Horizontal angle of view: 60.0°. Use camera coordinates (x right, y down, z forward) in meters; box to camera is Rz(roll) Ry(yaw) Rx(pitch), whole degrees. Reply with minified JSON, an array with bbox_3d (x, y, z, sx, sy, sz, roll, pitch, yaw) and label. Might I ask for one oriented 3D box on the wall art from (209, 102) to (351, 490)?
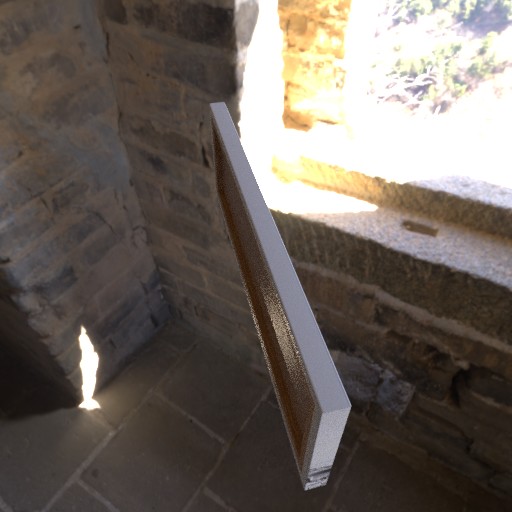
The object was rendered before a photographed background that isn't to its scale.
[{"bbox_3d":[0.000,0.000,0.850,0.036,0.256,0.766,-10,46,-10],"label":"wall art"}]
